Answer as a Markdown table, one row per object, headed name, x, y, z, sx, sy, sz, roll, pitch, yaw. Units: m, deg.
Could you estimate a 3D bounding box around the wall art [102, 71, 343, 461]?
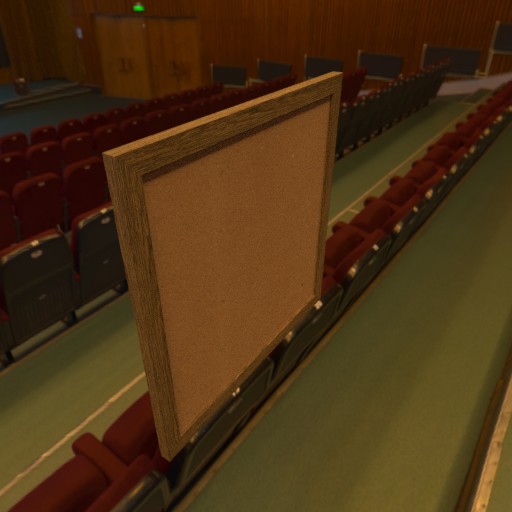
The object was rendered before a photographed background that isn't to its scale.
| name | x | y | z | sx | sy | sz | roll | pitch | yaw |
| --- | --- | --- | --- | --- | --- | --- | --- | --- | --- |
| wall art | 0.000 | 0.000 | 0.750 | 0.019 | 0.508 | 0.508 | 21 | 38 | 29 |
